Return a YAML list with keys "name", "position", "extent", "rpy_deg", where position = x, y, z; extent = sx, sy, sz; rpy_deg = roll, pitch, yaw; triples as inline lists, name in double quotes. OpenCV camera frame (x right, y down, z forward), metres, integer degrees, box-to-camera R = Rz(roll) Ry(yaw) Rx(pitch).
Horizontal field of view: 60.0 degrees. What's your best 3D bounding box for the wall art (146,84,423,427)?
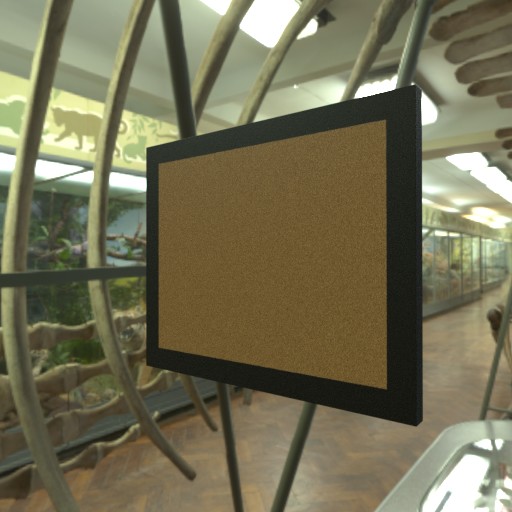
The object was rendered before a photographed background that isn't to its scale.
- name: "wall art"
  position: [0.000, 0.000, 0.774]
  extent: [0.561, 0.460, 0.028]
  rpy_deg: [0, 0, 37]
